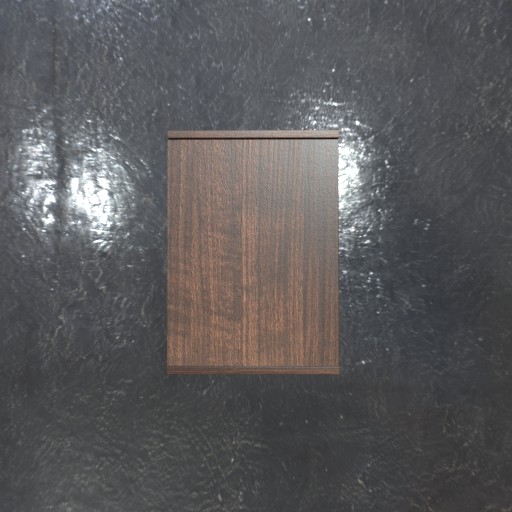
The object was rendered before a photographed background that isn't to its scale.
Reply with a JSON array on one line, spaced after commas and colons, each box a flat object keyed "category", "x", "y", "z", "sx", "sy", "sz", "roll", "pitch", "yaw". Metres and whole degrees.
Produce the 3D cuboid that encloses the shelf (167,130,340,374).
[{"category": "shelf", "x": 0.000, "y": 0.000, "z": 1.293, "sx": 0.290, "sy": 1.099, "sz": 0.415, "roll": 0, "pitch": 89, "yaw": 1}]
